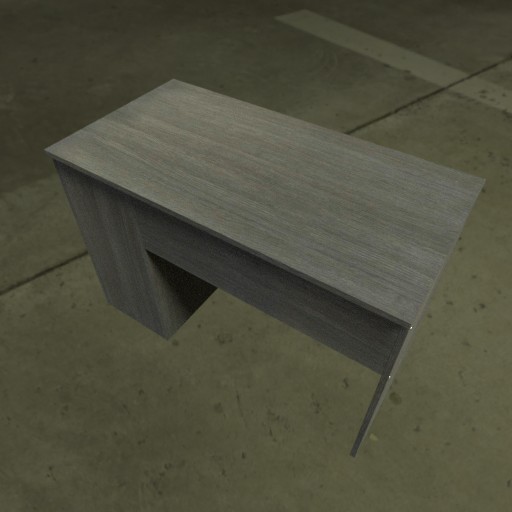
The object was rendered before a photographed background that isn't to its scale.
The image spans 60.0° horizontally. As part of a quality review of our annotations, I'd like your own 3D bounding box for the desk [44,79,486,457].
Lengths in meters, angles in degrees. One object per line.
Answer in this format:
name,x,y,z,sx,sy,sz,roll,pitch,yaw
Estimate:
desk,0.000,0.000,1.486,1.096,0.730,0.560,26,51,23
